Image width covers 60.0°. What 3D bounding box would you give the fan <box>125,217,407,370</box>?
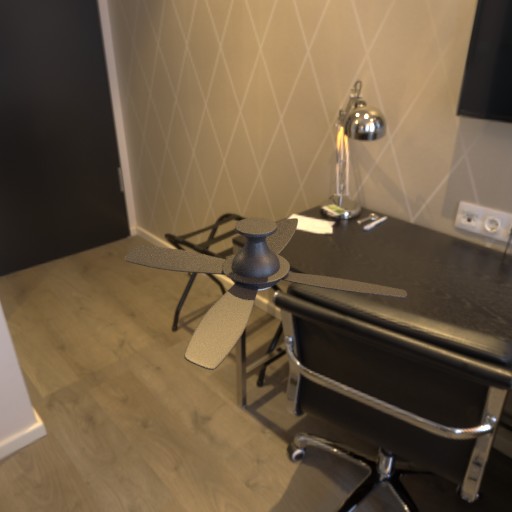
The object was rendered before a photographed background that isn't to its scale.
[{"bbox_3d":[0.000,0.000,2.552,1.694,0.382,1.694,8,28,15],"label":"fan"}]
